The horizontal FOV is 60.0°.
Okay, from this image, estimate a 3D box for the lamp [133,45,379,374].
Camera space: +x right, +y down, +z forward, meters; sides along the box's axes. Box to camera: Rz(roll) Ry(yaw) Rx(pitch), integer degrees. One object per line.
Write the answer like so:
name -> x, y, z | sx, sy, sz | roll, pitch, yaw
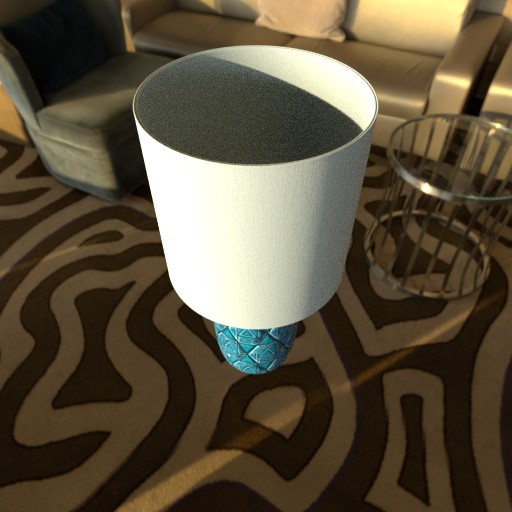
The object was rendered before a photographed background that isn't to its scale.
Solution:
lamp -> 0.000, 0.000, 0.491 | 0.193, 0.377, 0.193 | 17, 49, 15
